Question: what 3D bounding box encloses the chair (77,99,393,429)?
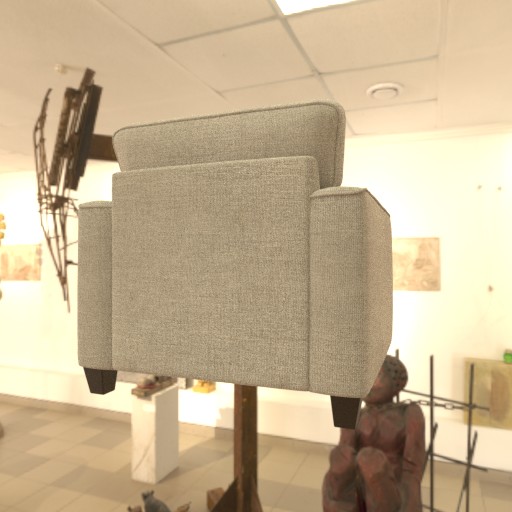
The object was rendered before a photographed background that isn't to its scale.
[{"bbox_3d":[0.000,0.000,1.787,1.015,0.965,0.939,0,0,21],"label":"chair"}]
